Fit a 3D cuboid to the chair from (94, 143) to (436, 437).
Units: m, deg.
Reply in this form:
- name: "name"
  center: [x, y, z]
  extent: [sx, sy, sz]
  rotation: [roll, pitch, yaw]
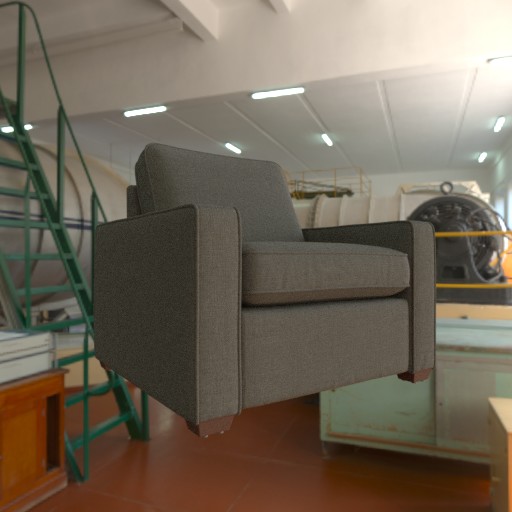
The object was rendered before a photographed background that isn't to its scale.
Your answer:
- name: "chair"
  center: [0.000, 0.000, 1.725]
  extent: [1.017, 0.919, 0.940]
  rotation: [0, 0, -35]
